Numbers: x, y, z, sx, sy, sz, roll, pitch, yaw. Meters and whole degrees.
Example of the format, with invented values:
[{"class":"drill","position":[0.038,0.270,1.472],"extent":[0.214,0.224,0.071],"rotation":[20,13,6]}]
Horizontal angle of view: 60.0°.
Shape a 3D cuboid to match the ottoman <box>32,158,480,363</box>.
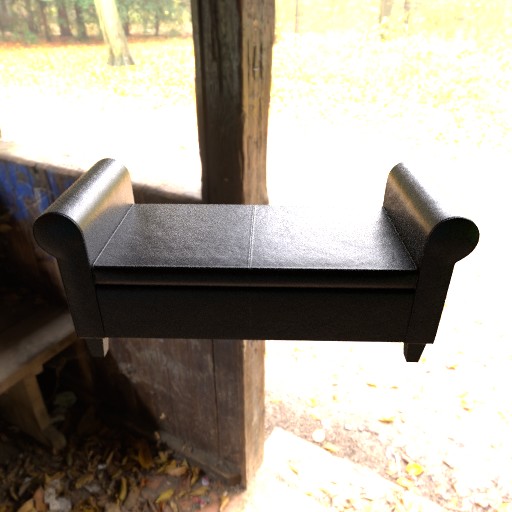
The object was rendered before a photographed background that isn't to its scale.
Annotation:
[{"class":"ottoman","position":[0.000,0.000,1.562],"extent":[1.256,0.547,0.521],"rotation":[1,30,1]}]
